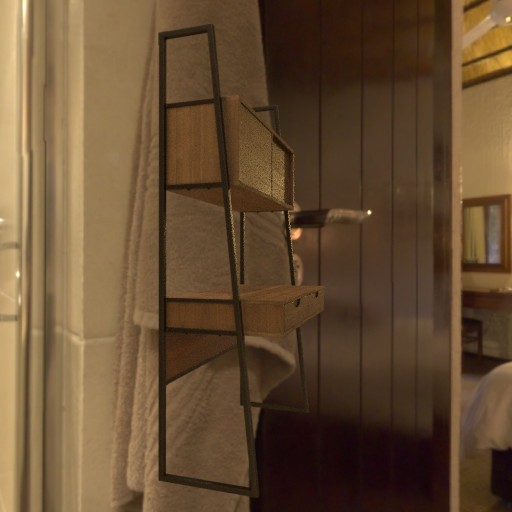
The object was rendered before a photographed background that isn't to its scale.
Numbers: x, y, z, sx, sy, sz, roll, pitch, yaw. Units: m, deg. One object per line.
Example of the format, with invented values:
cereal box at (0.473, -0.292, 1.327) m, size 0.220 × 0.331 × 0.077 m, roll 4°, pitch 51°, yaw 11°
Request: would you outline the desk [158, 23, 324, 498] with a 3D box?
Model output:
desk at (0.000, 0.000, 2.172) m, size 0.515 × 1.809 × 0.982 m, roll 0°, pitch 0°, yaw 18°
